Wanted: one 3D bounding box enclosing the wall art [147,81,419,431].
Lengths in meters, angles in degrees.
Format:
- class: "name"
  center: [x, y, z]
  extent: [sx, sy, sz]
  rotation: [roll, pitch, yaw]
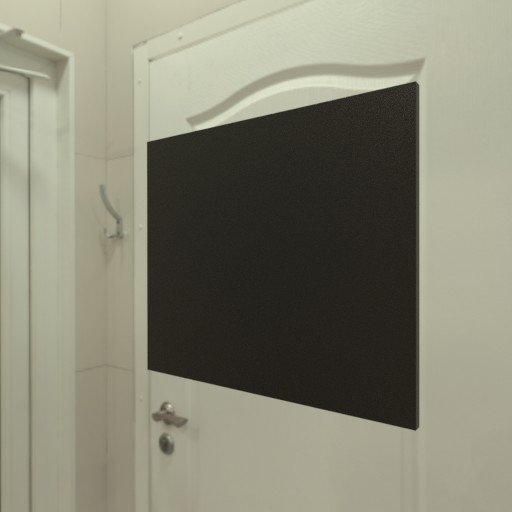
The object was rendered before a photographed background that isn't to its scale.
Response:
- class: "wall art"
  center: [0.000, 0.000, 0.537]
  extent: [0.383, 0.332, 0.012]
  rotation: [0, 0, 36]
